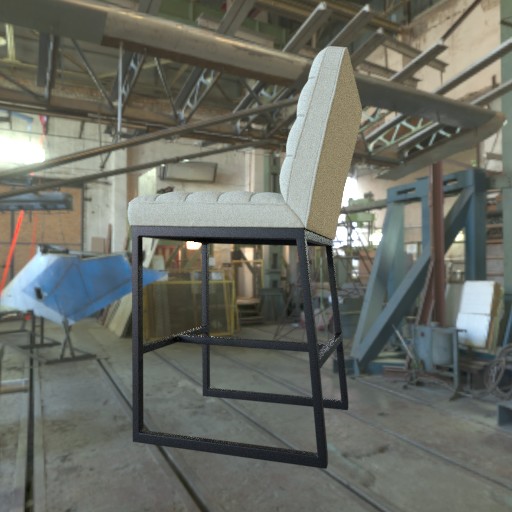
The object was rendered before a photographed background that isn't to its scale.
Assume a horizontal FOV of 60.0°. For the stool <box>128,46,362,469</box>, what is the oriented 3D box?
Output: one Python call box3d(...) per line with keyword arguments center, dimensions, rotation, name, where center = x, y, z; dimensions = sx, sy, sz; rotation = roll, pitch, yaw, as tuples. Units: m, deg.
box3d(center=(0.000, 0.000, 1.253), dimensions=(0.560, 0.940, 0.460), rotation=(0, -2, 18), name="stool")
